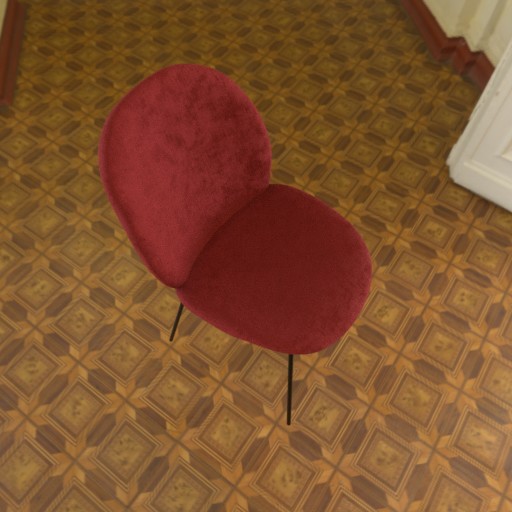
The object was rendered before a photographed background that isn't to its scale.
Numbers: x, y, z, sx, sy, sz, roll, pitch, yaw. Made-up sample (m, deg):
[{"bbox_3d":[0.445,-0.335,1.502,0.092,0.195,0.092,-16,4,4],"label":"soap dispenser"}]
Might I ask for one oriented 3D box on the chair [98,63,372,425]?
[{"bbox_3d":[0.000,0.000,1.135,0.587,0.791,0.458,31,64,17],"label":"chair"}]
